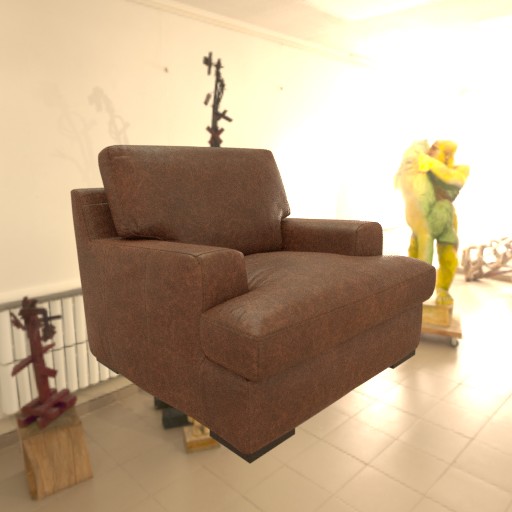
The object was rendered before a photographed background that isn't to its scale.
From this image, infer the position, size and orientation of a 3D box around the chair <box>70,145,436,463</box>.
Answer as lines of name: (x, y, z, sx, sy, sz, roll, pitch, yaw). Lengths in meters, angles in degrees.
chair: (0.000, 0.000, 1.925, 1.143, 0.939, 1.168, 12, 17, 44)
